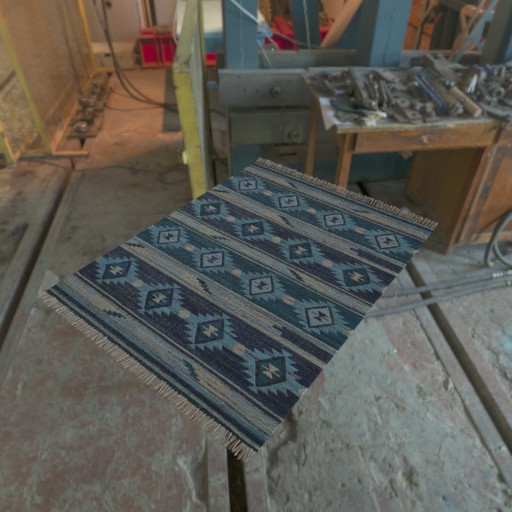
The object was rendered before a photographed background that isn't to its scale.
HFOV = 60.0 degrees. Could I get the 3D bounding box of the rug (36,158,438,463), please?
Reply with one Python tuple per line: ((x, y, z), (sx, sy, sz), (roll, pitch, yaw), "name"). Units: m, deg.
((0.000, 0.000, 4.338), (2.418, 0.047, 3.307), (27, 47, 28), "rug")
